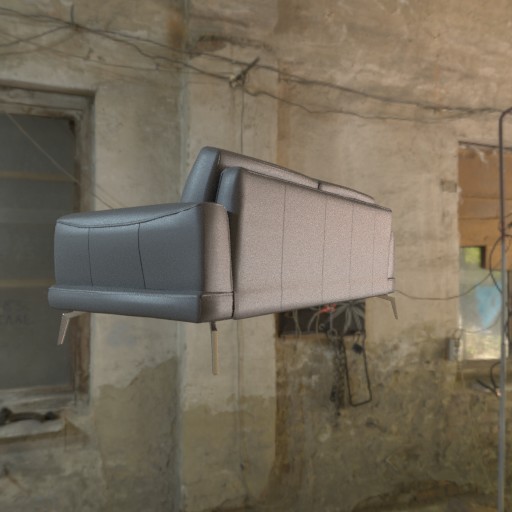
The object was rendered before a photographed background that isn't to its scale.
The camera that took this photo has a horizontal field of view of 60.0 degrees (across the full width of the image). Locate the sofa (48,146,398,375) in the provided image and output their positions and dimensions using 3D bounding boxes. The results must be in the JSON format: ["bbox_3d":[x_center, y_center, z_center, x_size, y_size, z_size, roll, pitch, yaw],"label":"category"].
[{"bbox_3d":[0.000,0.000,2.778,1.121,0.930,2.177,-1,-1,36],"label":"sofa"}]
